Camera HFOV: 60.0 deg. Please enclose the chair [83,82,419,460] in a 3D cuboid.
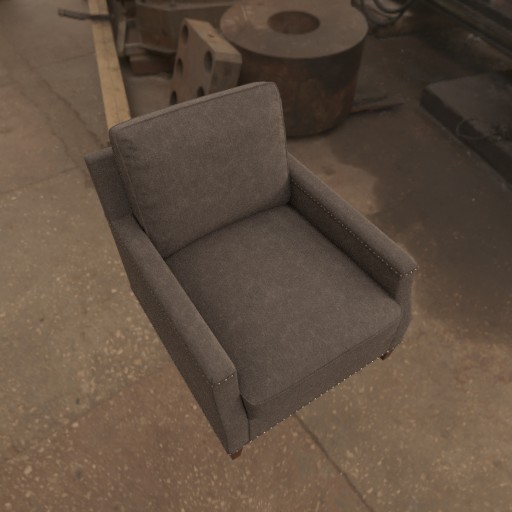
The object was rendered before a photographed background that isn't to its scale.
[{"bbox_3d":[0.000,0.000,1.711,0.853,0.948,1.014,-26,53,-22],"label":"chair"}]
